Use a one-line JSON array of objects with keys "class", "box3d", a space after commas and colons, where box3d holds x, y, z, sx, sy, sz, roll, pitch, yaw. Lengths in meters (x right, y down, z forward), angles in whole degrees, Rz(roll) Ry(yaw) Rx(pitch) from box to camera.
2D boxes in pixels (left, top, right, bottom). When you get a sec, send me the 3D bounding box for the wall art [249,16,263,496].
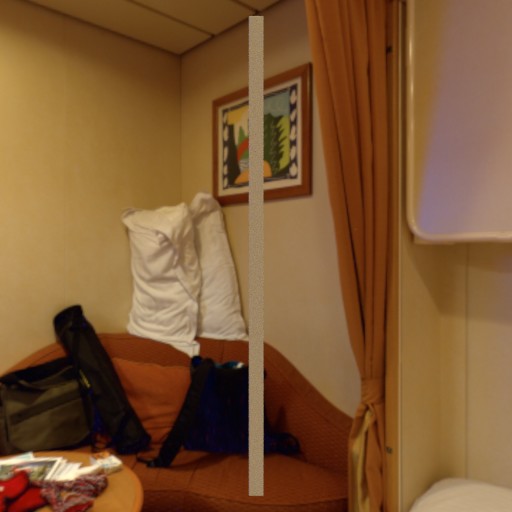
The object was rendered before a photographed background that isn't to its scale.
[{"class": "wall art", "box3d": [0.000, 0.000, 0.552, 0.013, 0.433, 0.303, 0, 0, 0]}]
